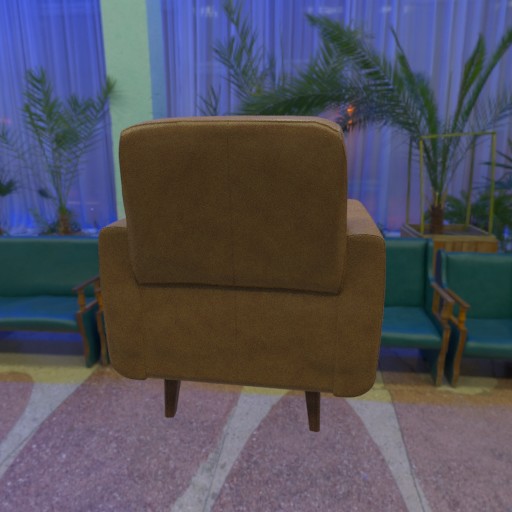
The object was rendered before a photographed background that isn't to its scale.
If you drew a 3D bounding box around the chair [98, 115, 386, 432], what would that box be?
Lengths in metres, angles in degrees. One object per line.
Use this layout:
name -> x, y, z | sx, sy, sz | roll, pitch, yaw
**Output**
chair -> 0.000, 0.000, 1.658 | 0.845, 0.968, 0.942 | 2, 15, 9
